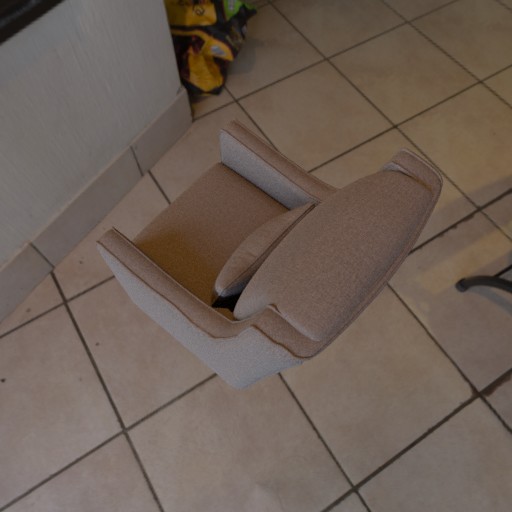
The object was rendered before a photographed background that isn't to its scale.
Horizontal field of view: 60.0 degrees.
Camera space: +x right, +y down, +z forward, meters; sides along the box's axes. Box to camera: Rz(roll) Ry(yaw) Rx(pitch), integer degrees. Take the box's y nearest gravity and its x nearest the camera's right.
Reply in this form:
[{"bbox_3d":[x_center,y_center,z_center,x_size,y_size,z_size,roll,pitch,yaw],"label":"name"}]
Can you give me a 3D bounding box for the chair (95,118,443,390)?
[{"bbox_3d":[0.000,0.000,1.612,0.879,0.993,0.732,36,68,17],"label":"chair"}]
